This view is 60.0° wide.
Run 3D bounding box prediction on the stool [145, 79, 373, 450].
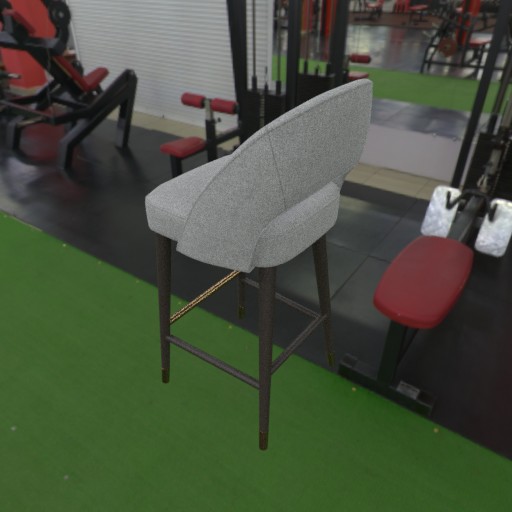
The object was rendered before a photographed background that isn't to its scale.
[{"bbox_3d":[0.000,0.000,1.316,0.509,1.037,0.494,23,40,30],"label":"stool"}]
